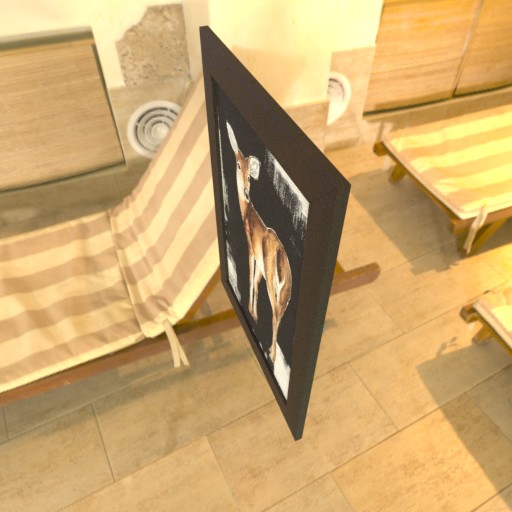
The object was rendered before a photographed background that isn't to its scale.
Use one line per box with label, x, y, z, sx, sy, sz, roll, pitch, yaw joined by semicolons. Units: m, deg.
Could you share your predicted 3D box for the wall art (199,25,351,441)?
wall art;0.000;0.000;0.639;0.013;0.508;0.359;-17;49;-15
